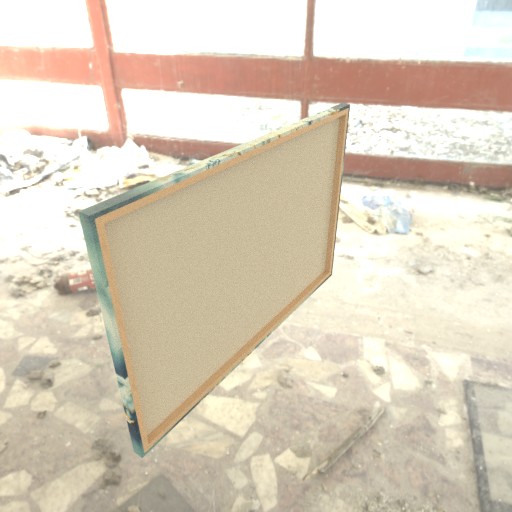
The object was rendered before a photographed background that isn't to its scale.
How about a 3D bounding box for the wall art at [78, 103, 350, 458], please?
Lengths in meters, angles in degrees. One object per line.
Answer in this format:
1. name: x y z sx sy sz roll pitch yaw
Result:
1. wall art: 0.000 0.000 1.450 0.035 0.759 1.138 21 37 30
